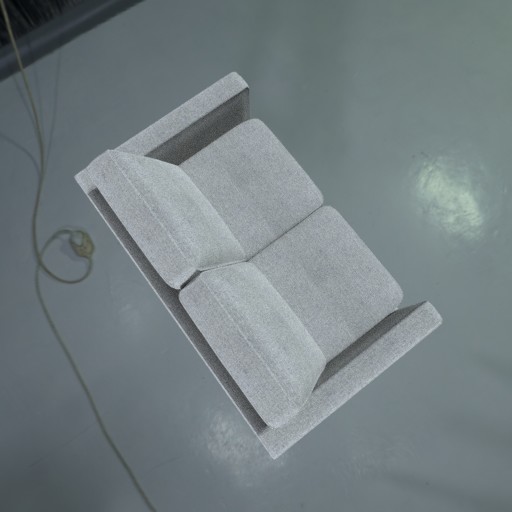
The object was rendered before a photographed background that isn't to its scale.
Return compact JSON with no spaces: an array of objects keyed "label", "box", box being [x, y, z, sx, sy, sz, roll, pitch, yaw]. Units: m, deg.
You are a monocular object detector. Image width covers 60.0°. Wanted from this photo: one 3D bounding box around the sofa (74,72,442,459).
[{"label":"sofa","box":[0.000,0.000,2.224,0.969,0.973,1.527,-36,80,-7]}]
